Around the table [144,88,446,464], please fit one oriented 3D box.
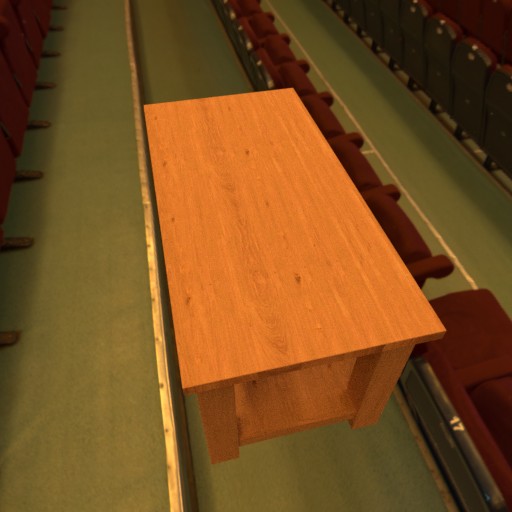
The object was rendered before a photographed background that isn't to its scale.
[{"bbox_3d":[0.000,0.000,1.180,0.450,0.452,0.899,-10,48,-9],"label":"table"}]
